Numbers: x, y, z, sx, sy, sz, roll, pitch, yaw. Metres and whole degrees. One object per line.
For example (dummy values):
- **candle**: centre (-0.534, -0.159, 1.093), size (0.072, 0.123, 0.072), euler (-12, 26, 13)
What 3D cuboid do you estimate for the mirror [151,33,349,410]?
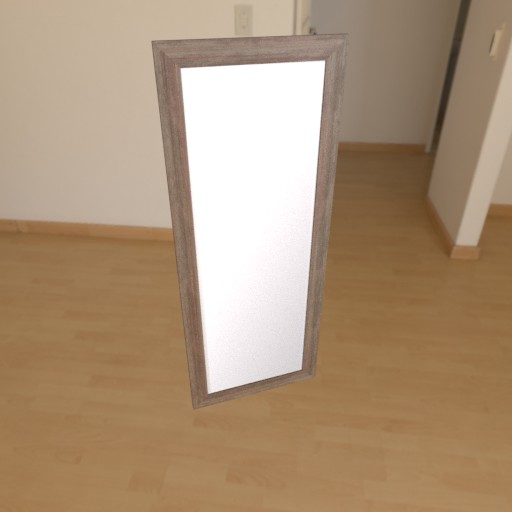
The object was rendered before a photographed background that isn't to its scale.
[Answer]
- **mirror**: centre (0.000, 0.000, 2.285), size (0.812, 2.032, 0.025), euler (-10, 33, -16)
